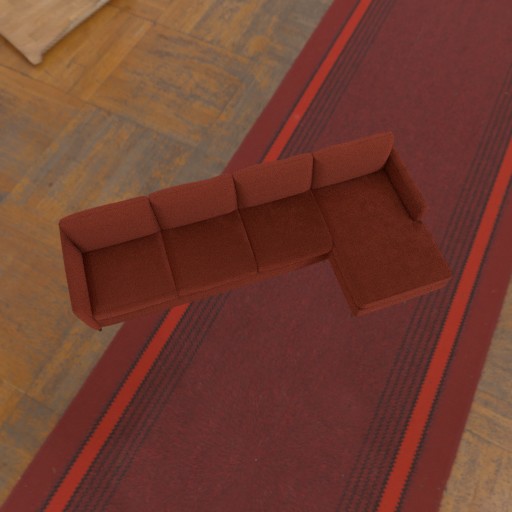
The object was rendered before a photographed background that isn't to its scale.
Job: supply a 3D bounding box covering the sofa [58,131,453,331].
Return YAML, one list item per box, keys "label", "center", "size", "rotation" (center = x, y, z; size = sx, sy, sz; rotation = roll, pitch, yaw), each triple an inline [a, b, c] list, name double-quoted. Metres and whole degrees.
- label: "sofa"
  center: [0.000, 0.000, 3.619]
  size: [2.932, 0.810, 1.350]
  rotation: [-16, 66, -7]
